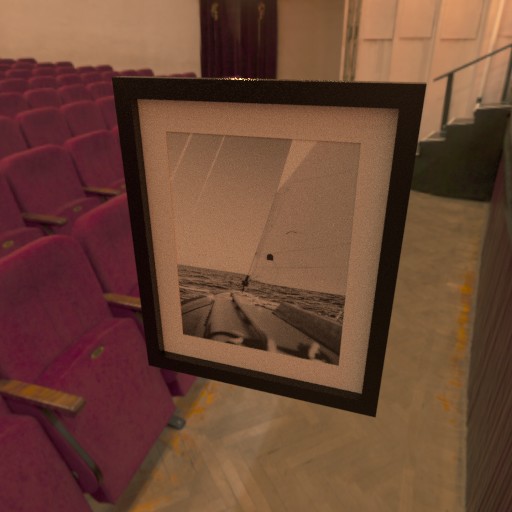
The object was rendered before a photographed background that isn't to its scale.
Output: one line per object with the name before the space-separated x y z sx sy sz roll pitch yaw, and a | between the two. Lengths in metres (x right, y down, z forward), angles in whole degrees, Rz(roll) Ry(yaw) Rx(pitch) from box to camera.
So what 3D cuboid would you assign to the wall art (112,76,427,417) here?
wall art | 0.000 0.000 0.753 0.461 0.558 0.031 8 26 16
